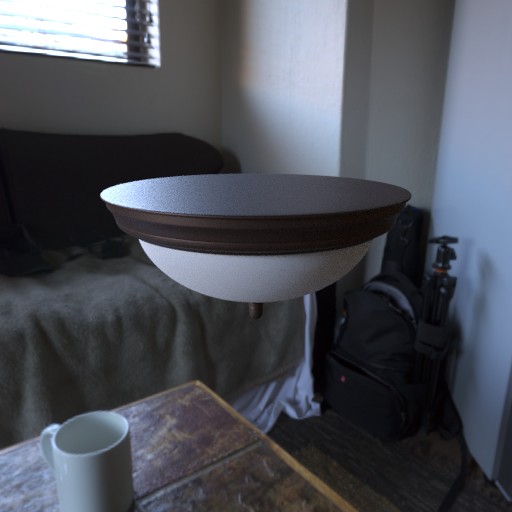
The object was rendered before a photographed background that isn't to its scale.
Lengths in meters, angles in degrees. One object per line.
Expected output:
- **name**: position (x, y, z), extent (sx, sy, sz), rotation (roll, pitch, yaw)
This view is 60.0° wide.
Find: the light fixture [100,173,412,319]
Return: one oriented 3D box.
- **light fixture**: position (0.000, 0.000, 0.438), extent (0.280, 0.135, 0.280), rotation (0, 16, 0)
